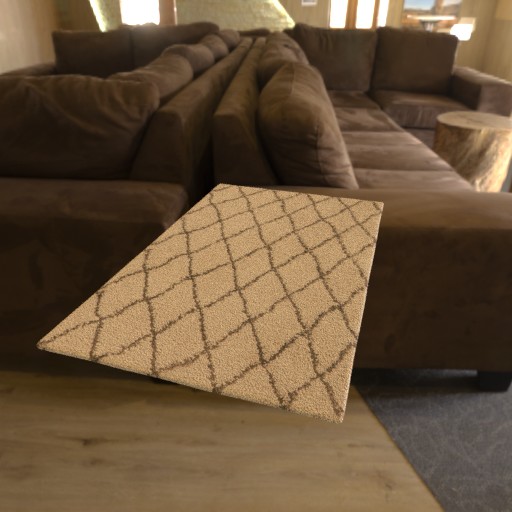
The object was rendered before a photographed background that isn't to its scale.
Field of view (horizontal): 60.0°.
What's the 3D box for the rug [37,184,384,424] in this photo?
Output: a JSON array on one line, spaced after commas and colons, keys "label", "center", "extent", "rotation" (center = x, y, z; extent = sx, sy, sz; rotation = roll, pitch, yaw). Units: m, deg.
[{"label": "rug", "center": [0.000, 0.000, 3.013], "extent": [1.524, 0.030, 2.438], "rotation": [9, 30, 16]}]
